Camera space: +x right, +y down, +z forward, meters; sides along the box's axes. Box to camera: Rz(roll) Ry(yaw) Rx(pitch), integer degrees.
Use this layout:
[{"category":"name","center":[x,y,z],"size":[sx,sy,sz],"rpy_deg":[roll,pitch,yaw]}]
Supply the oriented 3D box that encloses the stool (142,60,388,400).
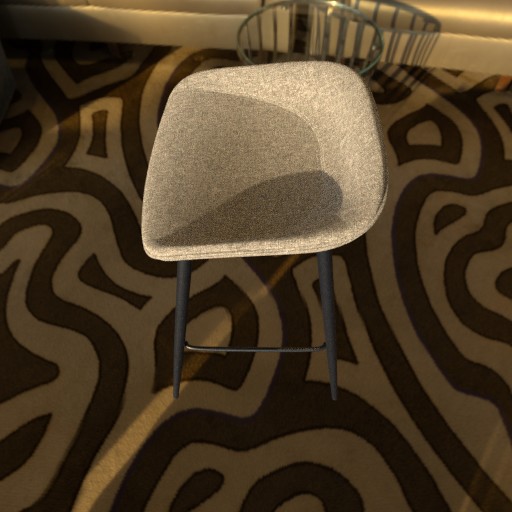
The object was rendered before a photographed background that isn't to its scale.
[{"category":"stool","center":[0.000,0.000,1.079],"size":[0.480,0.814,0.469],"rpy_deg":[0,57,0]}]
